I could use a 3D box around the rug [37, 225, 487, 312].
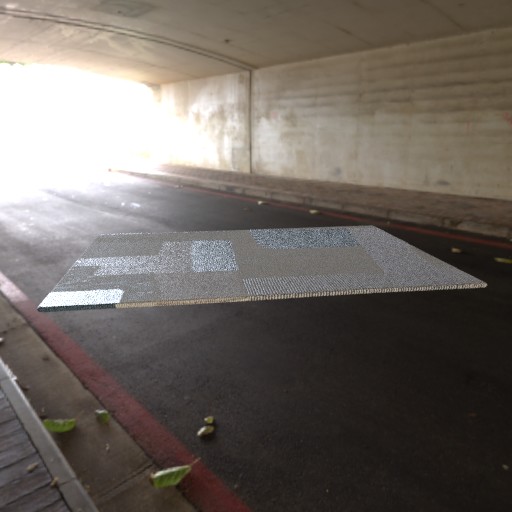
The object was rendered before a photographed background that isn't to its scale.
[{"bbox_3d":[0.000,0.000,2.372,1.847,0.020,1.238,-2,16,-8],"label":"rug"}]
